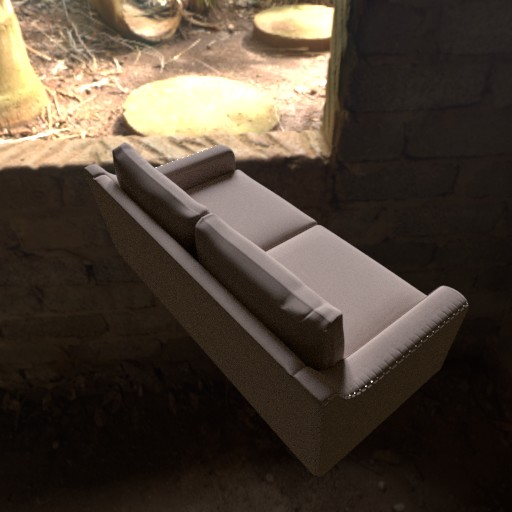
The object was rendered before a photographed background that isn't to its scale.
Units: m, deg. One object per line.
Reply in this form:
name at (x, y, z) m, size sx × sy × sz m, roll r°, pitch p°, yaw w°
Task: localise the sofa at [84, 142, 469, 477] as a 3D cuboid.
sofa at (0.000, 0.000, 2.454) m, size 1.030 × 0.901 × 1.967 m, roll -28°, pitch 49°, yaw -28°
